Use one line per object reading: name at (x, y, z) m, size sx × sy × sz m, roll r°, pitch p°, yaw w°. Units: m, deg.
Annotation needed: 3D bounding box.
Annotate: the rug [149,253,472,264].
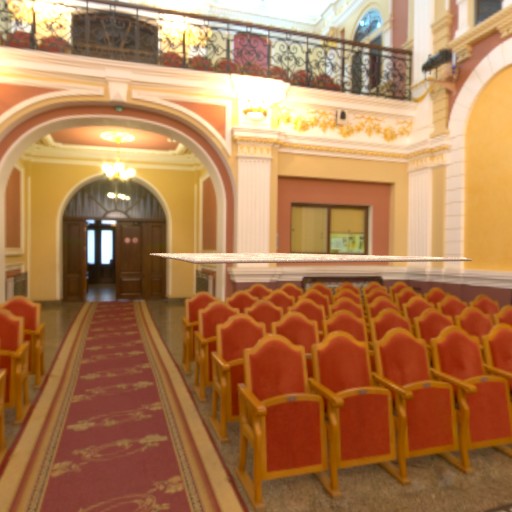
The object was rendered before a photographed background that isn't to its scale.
rug at (0.000, 0.000, 1.451) m, size 0.604 × 0.007 × 1.219 m, roll 0°, pitch 1°, yaw -17°
